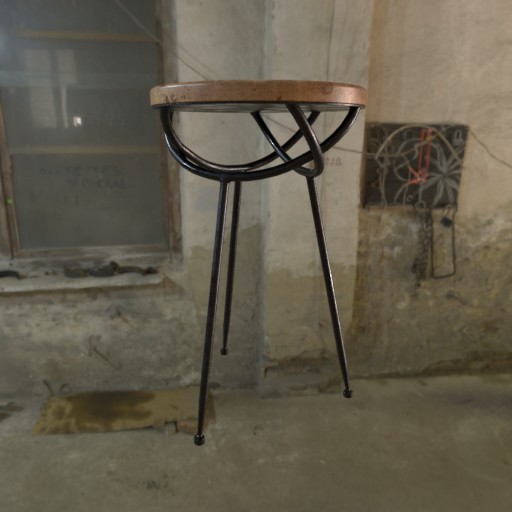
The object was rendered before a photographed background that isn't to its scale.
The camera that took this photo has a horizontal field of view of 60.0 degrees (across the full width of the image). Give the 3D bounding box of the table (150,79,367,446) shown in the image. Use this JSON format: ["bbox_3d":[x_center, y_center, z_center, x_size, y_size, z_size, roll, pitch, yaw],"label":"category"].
[{"bbox_3d":[0.000,0.000,0.946,0.418,0.664,0.414,-14,21,-41],"label":"table"}]
